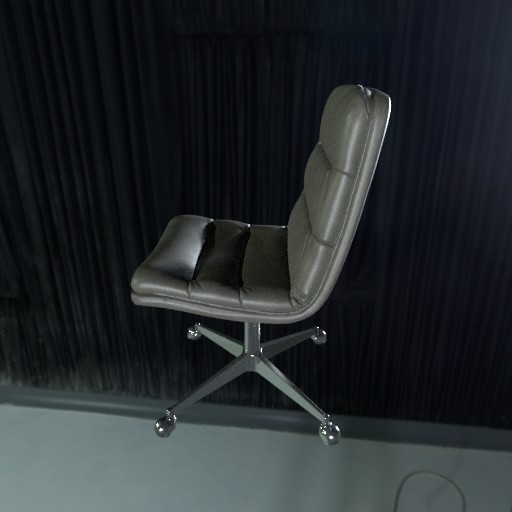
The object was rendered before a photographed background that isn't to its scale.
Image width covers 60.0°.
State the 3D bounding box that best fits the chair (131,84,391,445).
[{"bbox_3d":[0.000,0.000,1.024,0.485,0.738,0.422,1,24,3],"label":"chair"}]
